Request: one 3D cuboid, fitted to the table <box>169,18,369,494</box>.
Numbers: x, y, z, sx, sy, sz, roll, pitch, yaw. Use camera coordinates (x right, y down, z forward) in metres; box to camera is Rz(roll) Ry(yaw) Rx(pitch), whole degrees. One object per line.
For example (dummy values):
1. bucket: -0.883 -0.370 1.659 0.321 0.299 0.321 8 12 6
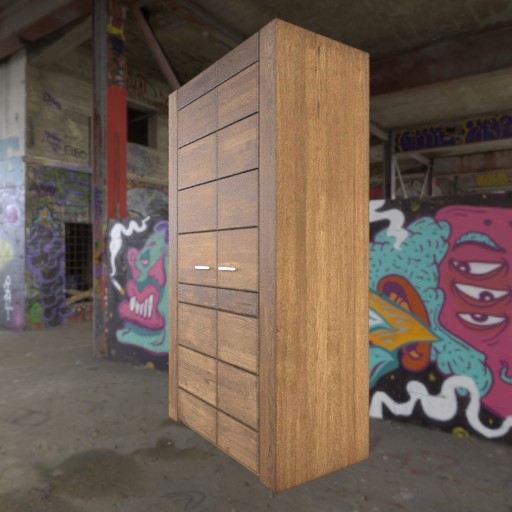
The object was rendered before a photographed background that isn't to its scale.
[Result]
1. table: 0.000 0.000 2.469 0.600 2.000 1.100 0 0 -35
